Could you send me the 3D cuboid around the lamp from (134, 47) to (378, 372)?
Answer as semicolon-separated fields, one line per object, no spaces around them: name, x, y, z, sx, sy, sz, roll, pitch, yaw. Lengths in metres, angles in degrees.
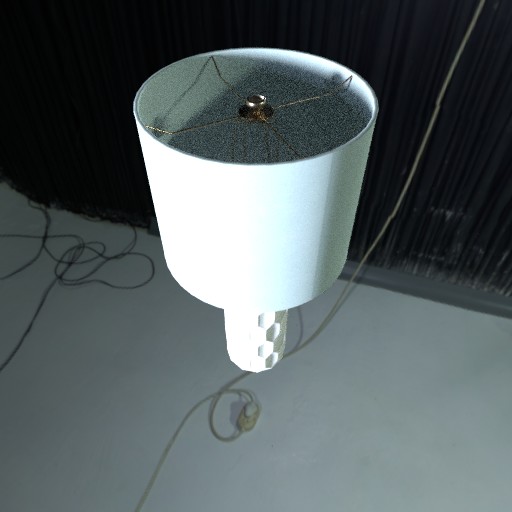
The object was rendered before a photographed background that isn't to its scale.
lamp;0.000;0.000;0.702;0.277;0.534;0.277;9;47;8
